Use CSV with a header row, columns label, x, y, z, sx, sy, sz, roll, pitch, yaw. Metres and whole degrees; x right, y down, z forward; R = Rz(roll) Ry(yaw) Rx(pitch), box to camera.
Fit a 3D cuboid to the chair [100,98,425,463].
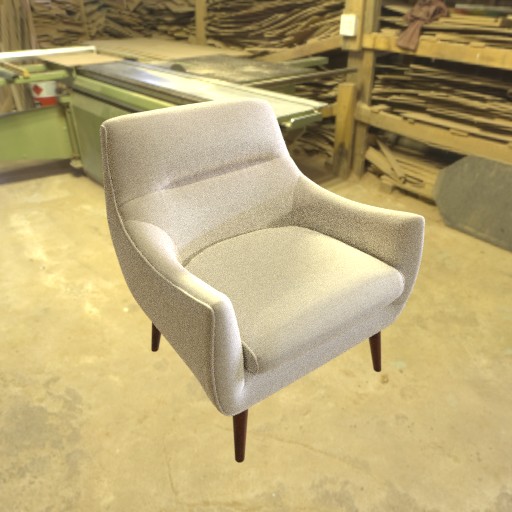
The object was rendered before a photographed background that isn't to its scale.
label,x,y,z,sx,sy,sz,roll,pitch,yaw
chair,0.000,0.000,1.429,0.762,0.838,0.787,-21,36,-31
